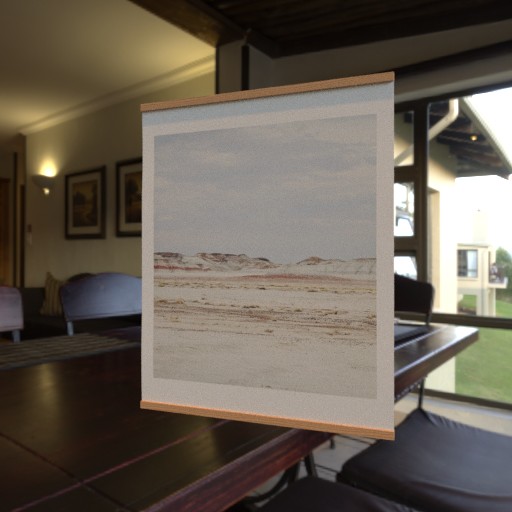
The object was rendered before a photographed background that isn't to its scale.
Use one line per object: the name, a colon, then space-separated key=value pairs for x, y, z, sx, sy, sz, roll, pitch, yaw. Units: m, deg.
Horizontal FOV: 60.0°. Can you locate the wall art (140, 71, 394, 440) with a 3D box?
wall art: x=0.000 y=0.000 z=0.679 sx=0.404 sy=0.507 sz=0.010 roll=0 pitch=0 yaw=19
